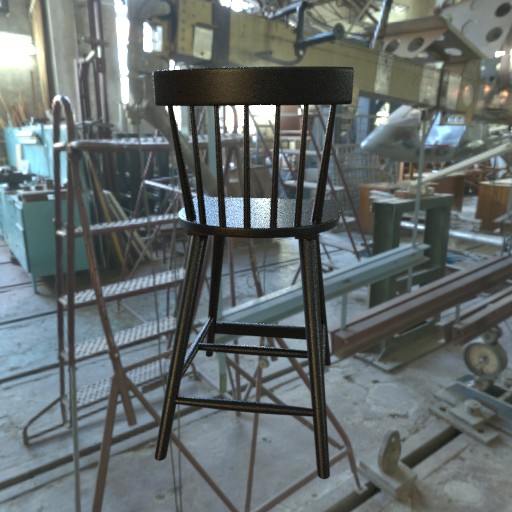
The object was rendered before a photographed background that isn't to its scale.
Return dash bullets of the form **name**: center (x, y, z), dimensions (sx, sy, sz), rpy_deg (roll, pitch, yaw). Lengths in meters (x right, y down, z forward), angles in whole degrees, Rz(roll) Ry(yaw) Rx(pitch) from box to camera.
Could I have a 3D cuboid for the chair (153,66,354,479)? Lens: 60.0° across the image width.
- **chair**: center (0.000, 0.000, 1.244), dimensions (0.483, 0.952, 0.572), rpy_deg (2, 16, 8)
